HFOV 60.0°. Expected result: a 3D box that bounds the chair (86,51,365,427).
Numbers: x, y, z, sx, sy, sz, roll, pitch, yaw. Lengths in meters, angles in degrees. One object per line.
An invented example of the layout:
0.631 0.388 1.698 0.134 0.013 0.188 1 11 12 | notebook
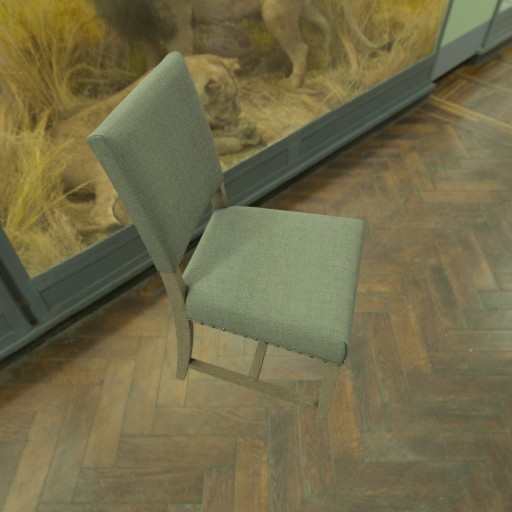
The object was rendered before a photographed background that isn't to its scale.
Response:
0.000 0.000 1.334 0.622 0.986 0.508 11 47 10 | chair
